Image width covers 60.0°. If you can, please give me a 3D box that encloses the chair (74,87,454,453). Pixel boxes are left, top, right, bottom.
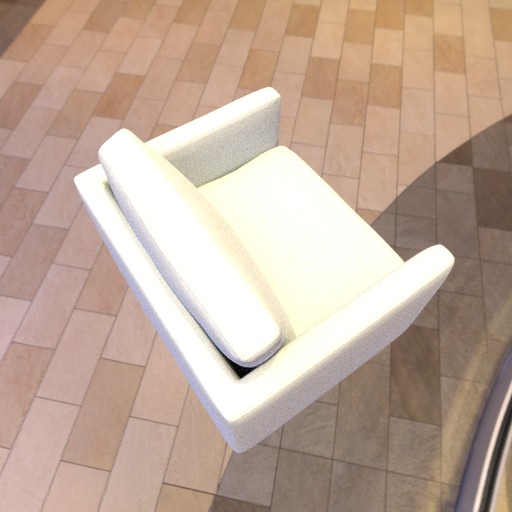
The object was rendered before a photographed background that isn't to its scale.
[{"bbox_3d":[0.000,0.000,1.795,0.953,0.961,1.107,-31,64,-17],"label":"chair"}]
